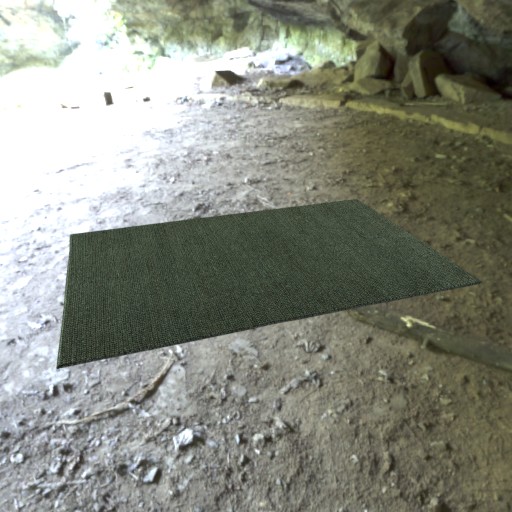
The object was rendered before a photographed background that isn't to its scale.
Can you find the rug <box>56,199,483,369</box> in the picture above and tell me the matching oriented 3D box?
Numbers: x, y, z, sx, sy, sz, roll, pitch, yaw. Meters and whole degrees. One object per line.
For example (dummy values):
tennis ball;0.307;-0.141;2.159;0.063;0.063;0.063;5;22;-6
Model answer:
rug;0.000;0.000;3.023;2.443;0.021;1.538;-9;29;-16
